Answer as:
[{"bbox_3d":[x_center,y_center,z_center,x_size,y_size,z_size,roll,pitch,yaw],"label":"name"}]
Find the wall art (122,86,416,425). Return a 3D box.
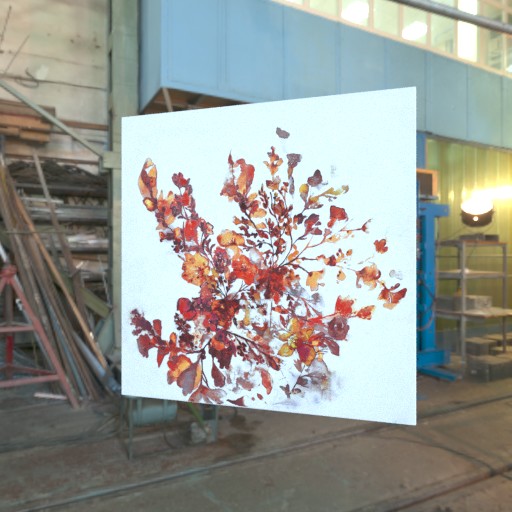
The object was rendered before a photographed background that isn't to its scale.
[{"bbox_3d":[0.000,0.000,1.115,0.757,0.757,0.037,0,0,17],"label":"wall art"}]
